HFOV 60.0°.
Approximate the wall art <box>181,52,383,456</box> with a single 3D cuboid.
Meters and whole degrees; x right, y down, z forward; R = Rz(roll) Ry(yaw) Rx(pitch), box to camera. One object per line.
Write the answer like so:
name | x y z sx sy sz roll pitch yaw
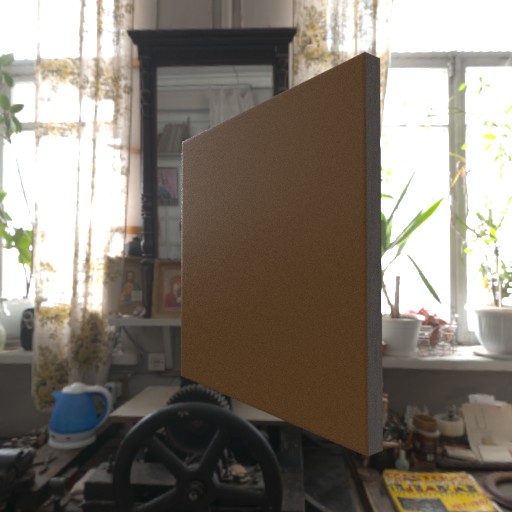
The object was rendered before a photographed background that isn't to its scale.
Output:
wall art | 0.000 0.000 1.945 0.078 1.288 1.287 1 -2 -36
